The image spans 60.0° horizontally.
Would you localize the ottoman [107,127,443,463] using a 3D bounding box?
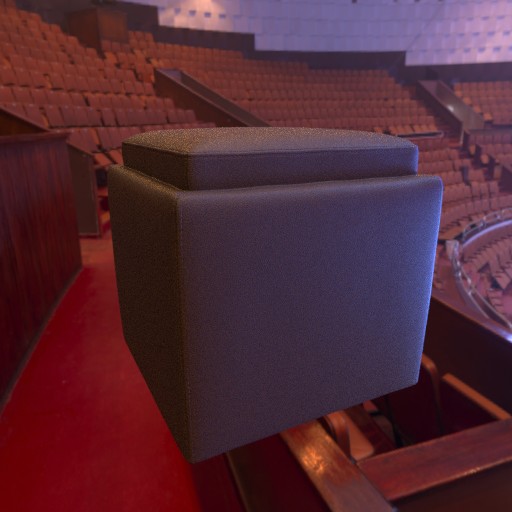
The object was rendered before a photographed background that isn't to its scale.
[{"bbox_3d":[0.000,0.000,0.823,0.451,0.460,0.450,-9,19,-26],"label":"ottoman"}]
